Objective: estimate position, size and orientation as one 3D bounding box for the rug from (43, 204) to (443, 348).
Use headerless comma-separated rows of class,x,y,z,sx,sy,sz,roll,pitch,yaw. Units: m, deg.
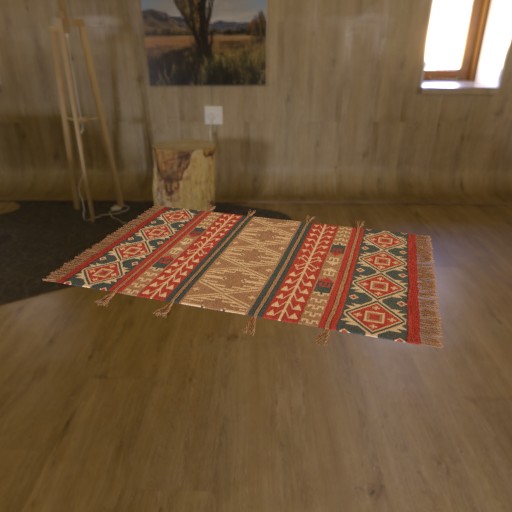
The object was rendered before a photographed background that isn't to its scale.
rug,0.000,0.000,2.625,2.025,0.040,1.469,8,27,15
